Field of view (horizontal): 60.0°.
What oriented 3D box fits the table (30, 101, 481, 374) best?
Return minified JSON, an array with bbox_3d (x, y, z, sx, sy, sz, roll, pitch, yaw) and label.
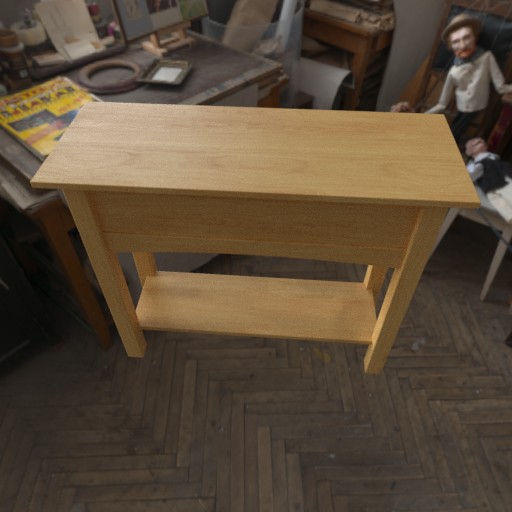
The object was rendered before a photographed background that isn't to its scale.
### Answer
[{"bbox_3d":[0.000,0.000,1.259,0.900,0.728,0.340,3,47,3],"label":"table"}]
